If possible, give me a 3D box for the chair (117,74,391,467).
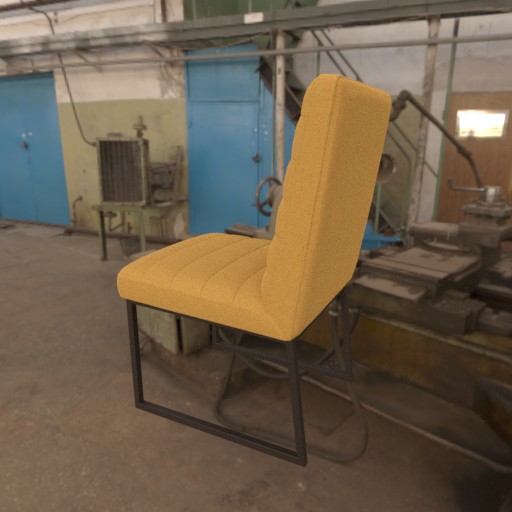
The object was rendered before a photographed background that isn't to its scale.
[{"bbox_3d":[0.000,0.000,1.303,0.634,0.930,0.520,8,18,26],"label":"chair"}]
